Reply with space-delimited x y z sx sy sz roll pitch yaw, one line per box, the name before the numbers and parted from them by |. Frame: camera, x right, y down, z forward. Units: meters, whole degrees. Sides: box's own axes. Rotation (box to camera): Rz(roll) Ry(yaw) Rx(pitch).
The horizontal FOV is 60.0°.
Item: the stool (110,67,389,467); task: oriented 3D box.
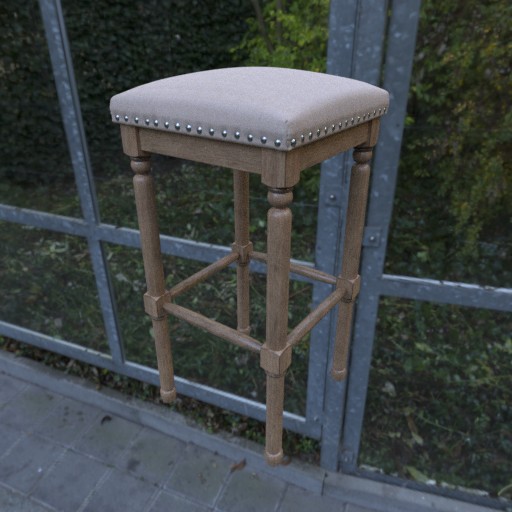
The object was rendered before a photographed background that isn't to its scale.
stool | 0.000 0.000 0.979 0.382 0.768 0.383 18 32 31
